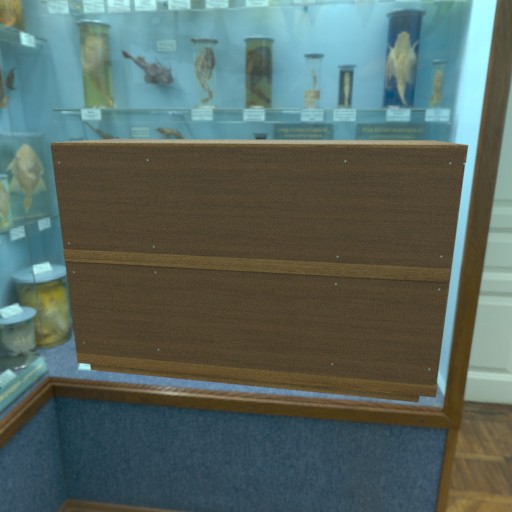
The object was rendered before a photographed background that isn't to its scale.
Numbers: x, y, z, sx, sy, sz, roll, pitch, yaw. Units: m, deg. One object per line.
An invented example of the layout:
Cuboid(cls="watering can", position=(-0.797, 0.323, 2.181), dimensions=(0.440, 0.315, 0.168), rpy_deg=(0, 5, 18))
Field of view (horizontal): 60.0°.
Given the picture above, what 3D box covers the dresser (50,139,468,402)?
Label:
Cuboid(cls="dresser", position=(0.000, 0.000, 1.647), dimensions=(1.261, 0.825, 0.479), rpy_deg=(3, 16, 10))
